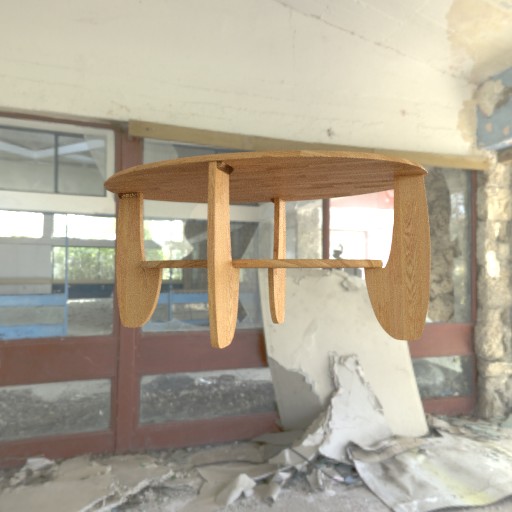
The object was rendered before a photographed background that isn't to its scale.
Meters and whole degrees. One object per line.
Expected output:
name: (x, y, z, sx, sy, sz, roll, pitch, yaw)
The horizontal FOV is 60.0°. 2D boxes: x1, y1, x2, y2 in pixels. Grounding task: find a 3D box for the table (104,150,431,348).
table: (0.000, 0.000, 1.418, 1.040, 0.490, 0.690, -1, -2, 19)
